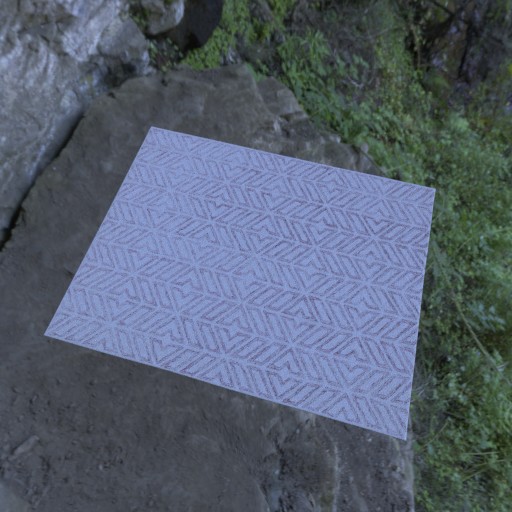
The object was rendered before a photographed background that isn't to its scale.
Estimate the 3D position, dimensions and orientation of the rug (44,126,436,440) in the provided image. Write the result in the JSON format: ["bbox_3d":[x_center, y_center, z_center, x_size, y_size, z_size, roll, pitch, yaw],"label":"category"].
[{"bbox_3d":[0.000,0.000,4.085,3.045,0.008,2.421,14,64,7],"label":"rug"}]
